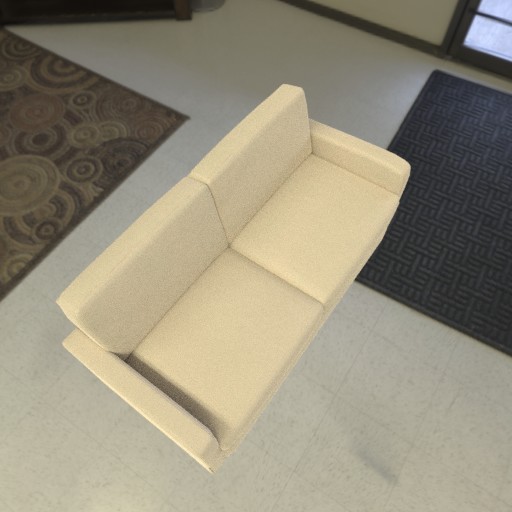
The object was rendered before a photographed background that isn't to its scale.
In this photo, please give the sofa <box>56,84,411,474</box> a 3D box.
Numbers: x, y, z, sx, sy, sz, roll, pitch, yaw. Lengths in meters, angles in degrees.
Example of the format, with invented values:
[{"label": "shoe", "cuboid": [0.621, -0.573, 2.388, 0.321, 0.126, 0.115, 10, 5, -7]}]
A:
[{"label": "sofa", "cuboid": [0.000, 0.000, 2.258, 0.894, 0.831, 1.808, 32, 64, 18]}]
